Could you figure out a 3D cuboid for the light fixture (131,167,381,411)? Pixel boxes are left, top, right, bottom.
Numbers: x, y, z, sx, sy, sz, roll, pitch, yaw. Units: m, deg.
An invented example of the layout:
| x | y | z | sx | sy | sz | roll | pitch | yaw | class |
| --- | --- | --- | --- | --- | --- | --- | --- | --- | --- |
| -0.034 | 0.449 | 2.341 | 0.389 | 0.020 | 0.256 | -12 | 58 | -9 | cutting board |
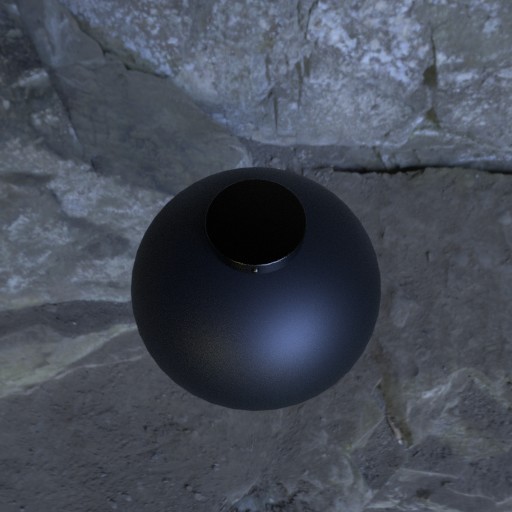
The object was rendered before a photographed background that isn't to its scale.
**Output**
| x | y | z | sx | sy | sz | roll | pitch | yaw | class |
| --- | --- | --- | --- | --- | --- | --- | --- | --- | --- |
| 0.000 | 0.000 | 0.567 | 0.355 | 0.177 | 0.355 | 0 | 63 | 0 | light fixture |
